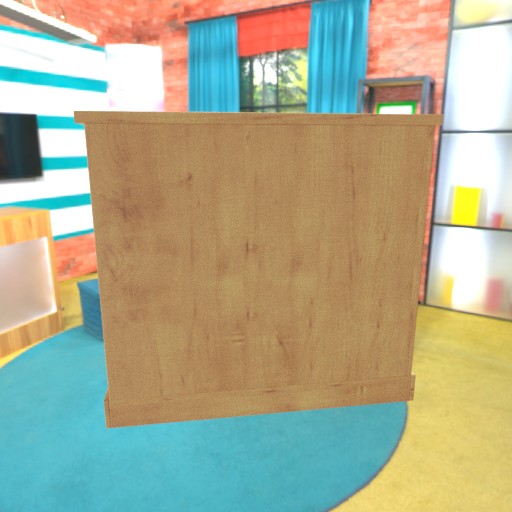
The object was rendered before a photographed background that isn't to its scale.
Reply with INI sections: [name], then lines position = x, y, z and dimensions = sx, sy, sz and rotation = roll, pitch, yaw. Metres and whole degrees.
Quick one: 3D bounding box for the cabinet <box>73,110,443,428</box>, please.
[cabinet]
position = 0.000, 0.000, 1.407
dimensions = 0.920, 0.840, 0.450
rotation = -2, 14, -8
